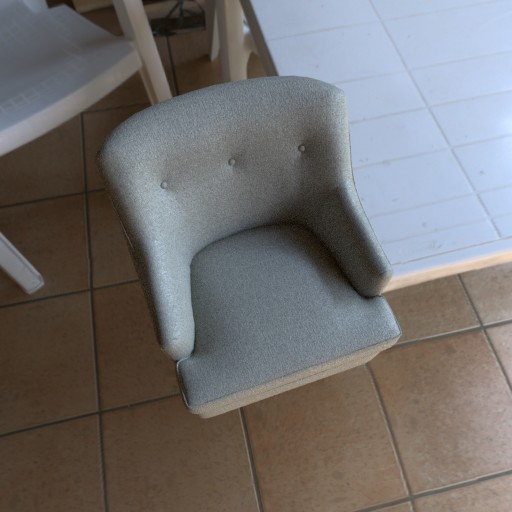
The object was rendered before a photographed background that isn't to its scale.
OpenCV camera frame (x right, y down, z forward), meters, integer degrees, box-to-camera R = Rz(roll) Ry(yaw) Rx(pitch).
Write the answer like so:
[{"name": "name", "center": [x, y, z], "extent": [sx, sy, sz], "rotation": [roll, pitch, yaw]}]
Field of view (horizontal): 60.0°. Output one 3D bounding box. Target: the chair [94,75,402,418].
[{"name": "chair", "center": [0.000, 0.000, 1.644], "extent": [0.864, 0.856, 0.923], "rotation": [-17, 64, -8]}]
